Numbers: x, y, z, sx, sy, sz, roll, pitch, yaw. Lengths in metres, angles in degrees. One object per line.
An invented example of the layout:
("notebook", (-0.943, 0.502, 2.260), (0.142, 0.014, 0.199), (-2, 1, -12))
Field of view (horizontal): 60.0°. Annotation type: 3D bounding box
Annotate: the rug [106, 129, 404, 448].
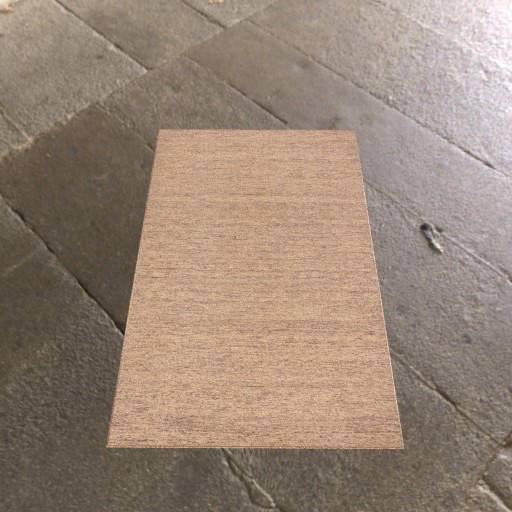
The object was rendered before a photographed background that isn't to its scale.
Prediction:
("rug", (0.000, 0.000, 2.297), (1.225, 0.013, 1.840), (0, 59, 0))
